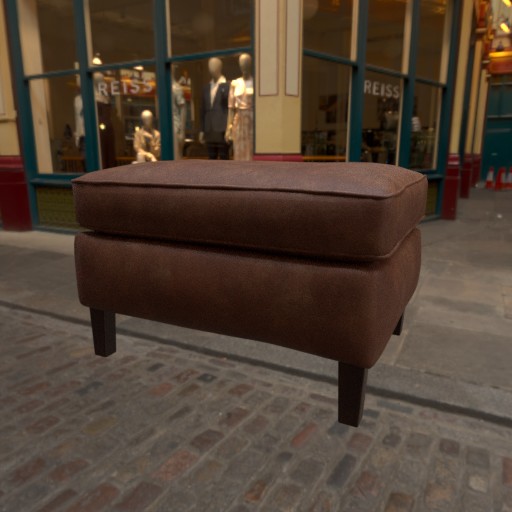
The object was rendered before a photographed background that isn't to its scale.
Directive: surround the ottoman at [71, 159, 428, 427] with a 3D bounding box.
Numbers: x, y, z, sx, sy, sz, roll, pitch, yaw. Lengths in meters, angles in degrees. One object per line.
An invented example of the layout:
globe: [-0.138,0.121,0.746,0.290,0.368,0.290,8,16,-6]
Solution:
ottoman: [0.000,0.000,0.996,0.665,0.418,0.501,7,15,26]
